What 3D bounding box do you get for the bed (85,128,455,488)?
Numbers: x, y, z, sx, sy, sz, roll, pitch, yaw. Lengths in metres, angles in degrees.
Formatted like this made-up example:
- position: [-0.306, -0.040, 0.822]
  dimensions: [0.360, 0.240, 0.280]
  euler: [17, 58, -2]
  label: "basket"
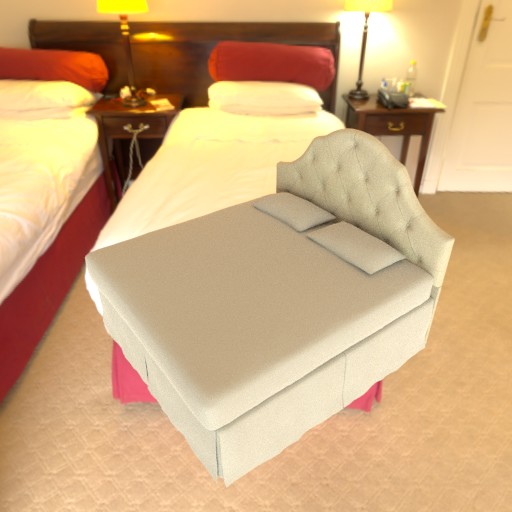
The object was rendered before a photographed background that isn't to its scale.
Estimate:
- position: [0.000, 0.000, 3.389]
  dimensions: [2.086, 1.555, 2.012]
  euler: [-22, 38, -31]
  label: "bed"
